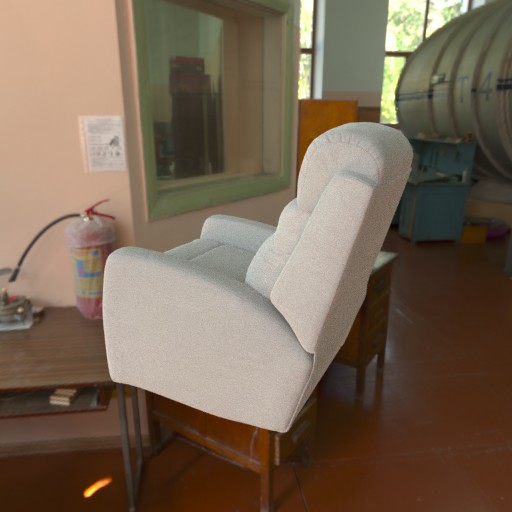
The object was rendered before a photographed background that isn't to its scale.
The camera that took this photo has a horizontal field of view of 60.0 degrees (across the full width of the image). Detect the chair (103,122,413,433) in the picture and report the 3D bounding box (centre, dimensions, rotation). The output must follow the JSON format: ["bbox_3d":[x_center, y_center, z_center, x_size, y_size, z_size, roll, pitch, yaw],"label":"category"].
[{"bbox_3d":[0.000,0.000,1.749,1.043,1.013,0.798,8,19,25],"label":"chair"}]
